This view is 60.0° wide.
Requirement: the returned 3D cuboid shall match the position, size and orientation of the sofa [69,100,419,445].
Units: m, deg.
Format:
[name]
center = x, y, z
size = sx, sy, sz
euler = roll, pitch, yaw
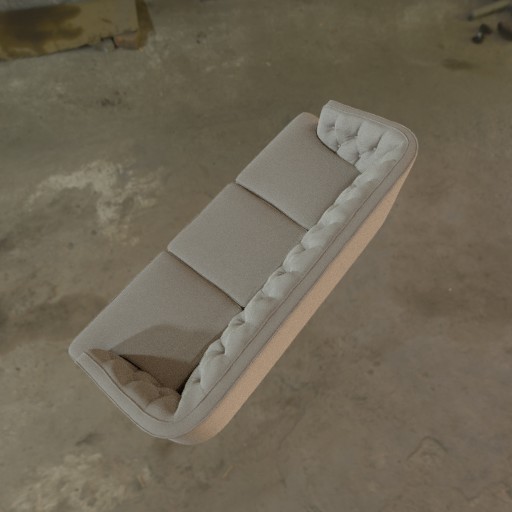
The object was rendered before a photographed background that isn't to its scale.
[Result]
[sofa]
center = 0.000, 0.000, 2.750
size = 0.941, 0.855, 2.278
euler = 36, 69, 16
